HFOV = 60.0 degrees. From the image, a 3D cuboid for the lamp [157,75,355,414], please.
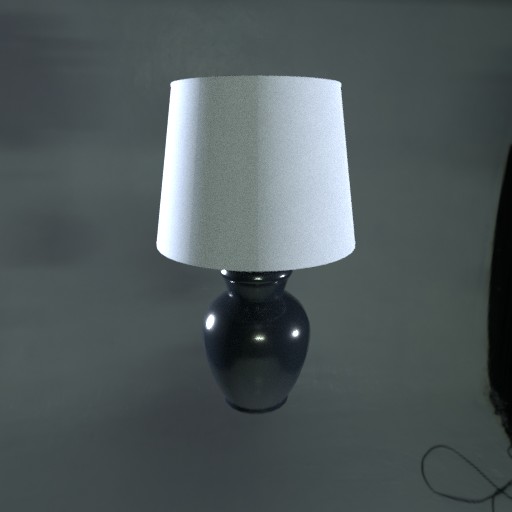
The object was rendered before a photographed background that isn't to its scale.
[{"bbox_3d":[0.000,0.000,0.552,0.239,0.399,0.239,0,16,0],"label":"lamp"}]
